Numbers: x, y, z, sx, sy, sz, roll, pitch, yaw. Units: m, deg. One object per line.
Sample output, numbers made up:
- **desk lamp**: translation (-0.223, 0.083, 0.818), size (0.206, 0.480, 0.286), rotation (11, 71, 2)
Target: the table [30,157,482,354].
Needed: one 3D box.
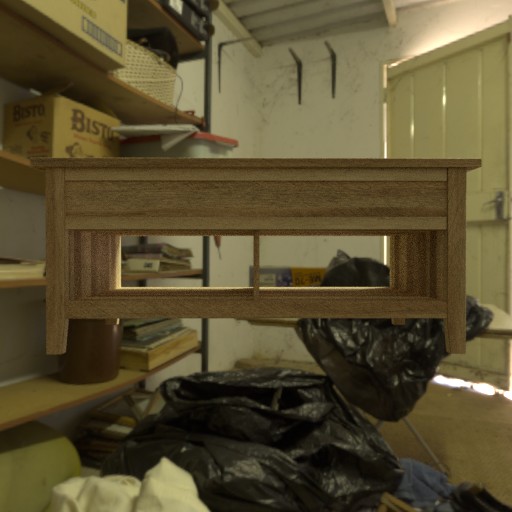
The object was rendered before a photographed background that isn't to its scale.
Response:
- **table**: translation (0.000, 0.000, 1.322), size (1.095, 0.480, 0.493), rotation (0, 1, 0)
